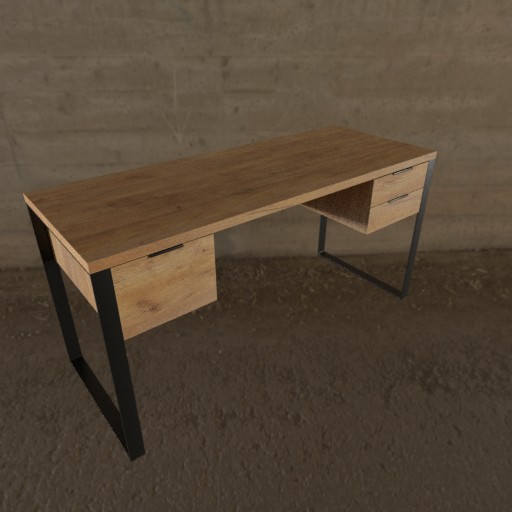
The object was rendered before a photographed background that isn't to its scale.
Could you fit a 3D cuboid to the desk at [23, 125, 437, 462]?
[{"bbox_3d":[0.000,0.000,1.882,1.520,0.760,0.600,-22,36,-33],"label":"desk"}]
